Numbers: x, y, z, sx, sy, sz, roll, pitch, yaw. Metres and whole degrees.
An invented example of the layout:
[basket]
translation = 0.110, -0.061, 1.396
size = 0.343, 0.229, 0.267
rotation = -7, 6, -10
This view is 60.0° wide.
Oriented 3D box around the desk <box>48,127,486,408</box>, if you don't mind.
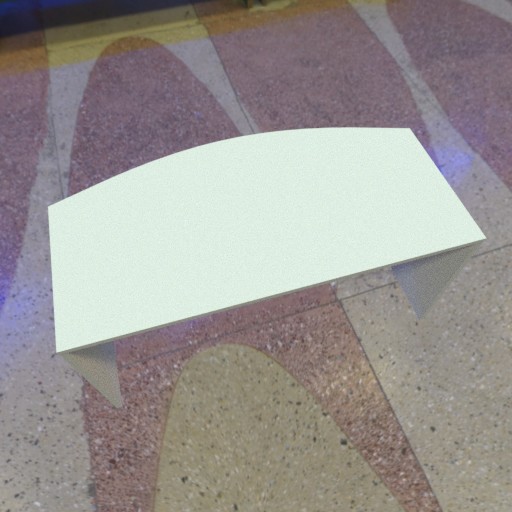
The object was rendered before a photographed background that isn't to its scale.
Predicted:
[desk]
translation = 0.000, 0.000, 2.094
size = 1.600, 0.750, 0.802
rotation = -14, 59, -9
